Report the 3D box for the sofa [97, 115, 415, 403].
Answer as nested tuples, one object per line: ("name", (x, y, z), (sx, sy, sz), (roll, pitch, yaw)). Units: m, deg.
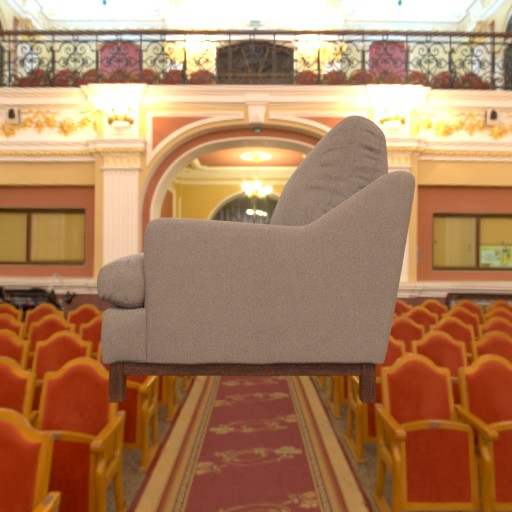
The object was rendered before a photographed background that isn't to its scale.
("sofa", (0.000, 0.000, 2.117), (0.987, 0.921, 1.589), (0, -1, 0))
